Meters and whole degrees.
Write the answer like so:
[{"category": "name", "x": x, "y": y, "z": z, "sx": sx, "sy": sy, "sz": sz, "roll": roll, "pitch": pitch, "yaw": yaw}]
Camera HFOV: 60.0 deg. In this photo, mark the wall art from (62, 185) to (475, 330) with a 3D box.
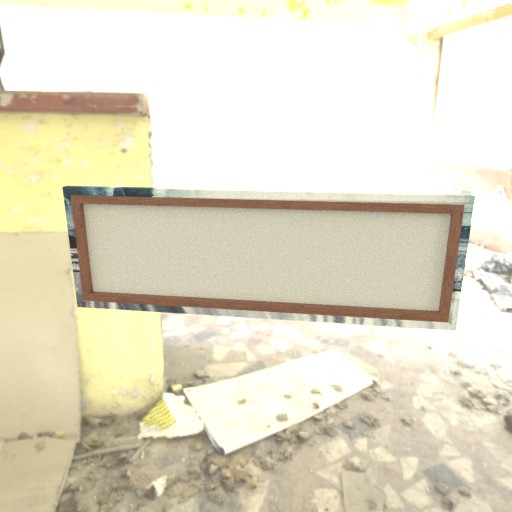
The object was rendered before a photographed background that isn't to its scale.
[{"category": "wall art", "x": 0.000, "y": 0.000, "z": 1.714, "sx": 1.524, "sy": 0.509, "sz": 0.037, "roll": 2, "pitch": 17, "yaw": 8}]
